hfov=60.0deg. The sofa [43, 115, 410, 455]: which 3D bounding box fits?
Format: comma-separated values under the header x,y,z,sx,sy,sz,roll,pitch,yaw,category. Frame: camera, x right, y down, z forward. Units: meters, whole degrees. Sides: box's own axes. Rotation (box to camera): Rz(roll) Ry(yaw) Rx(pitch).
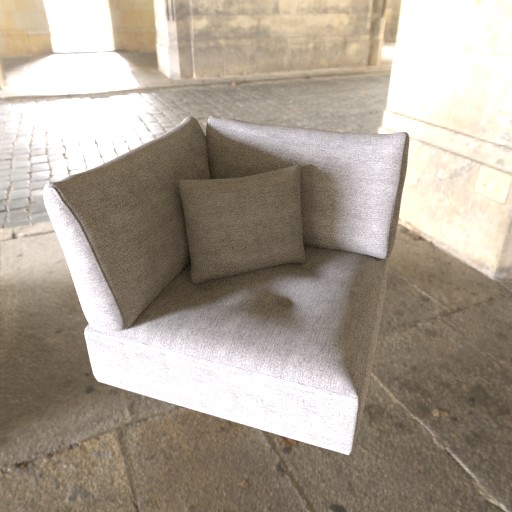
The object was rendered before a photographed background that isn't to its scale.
x,y,z,sx,sy,sz,roll,pitch,yaw,category
0.000,0.000,1.721,1.000,0.820,1.000,10,31,17,sofa
